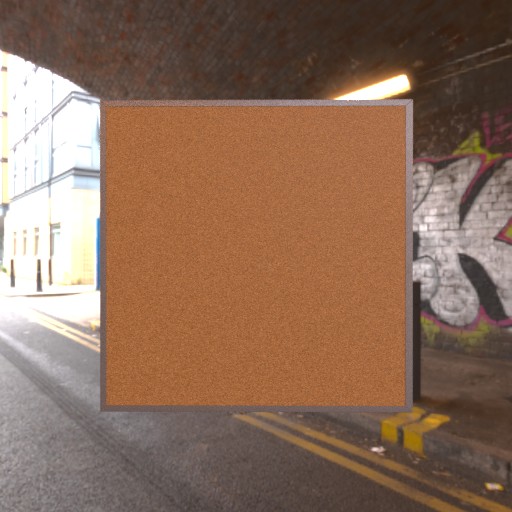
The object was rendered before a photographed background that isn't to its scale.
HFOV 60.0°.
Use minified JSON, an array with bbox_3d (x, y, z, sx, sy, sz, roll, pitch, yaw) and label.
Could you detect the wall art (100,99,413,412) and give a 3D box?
[{"bbox_3d":[0.000,0.000,0.508,0.349,0.349,0.028,0,0,1],"label":"wall art"}]
